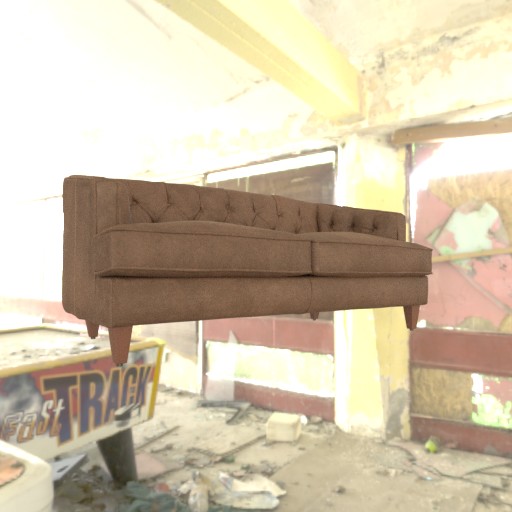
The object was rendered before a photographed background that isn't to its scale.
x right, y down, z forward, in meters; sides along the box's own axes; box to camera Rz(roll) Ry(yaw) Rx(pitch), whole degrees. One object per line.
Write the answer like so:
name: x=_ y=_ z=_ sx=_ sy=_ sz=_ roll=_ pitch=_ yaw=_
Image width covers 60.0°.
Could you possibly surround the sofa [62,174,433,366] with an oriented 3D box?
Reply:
sofa: x=0.000 y=0.000 z=2.256 sx=1.767 sy=0.799 sz=0.917 roll=1 pitch=-3 yaw=-35
